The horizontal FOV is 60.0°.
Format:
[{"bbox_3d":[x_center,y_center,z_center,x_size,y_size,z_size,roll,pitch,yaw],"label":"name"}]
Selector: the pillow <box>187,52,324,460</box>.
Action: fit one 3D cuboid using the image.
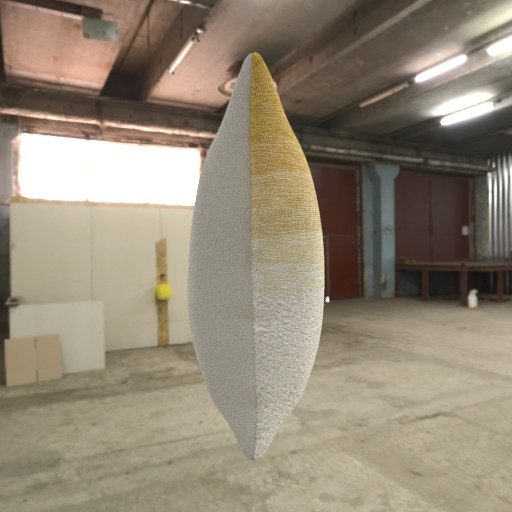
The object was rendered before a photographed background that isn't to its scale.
[{"bbox_3d":[0.000,0.000,0.706,0.211,0.450,0.450,0,0,1],"label":"pillow"}]
